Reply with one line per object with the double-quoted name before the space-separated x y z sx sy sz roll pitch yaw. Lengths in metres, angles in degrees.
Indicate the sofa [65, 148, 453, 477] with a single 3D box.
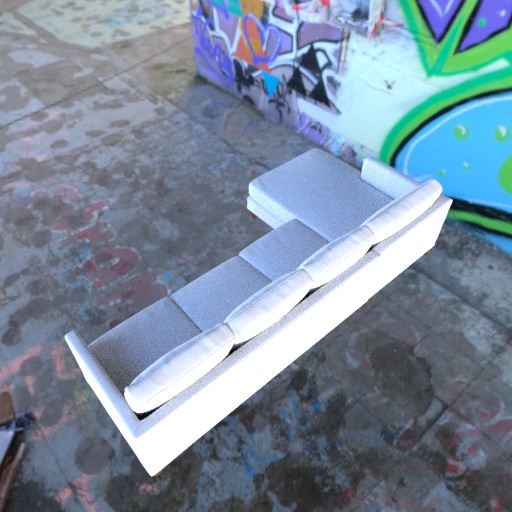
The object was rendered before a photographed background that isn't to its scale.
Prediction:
"sofa" 0.000 0.000 3.740 3.186 0.861 1.625 -32 54 -27
